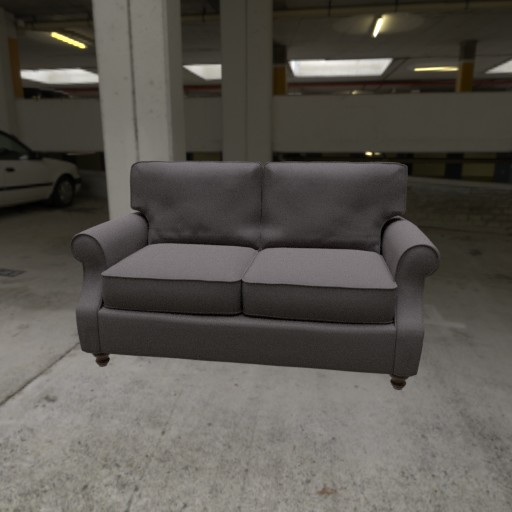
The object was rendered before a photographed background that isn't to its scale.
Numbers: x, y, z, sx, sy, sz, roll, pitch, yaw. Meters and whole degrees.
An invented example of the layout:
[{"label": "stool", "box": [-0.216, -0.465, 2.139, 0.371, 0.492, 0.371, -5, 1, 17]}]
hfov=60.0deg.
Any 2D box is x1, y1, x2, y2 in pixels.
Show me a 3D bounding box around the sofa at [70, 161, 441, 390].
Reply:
[{"label": "sofa", "box": [0.000, 0.000, 2.291, 1.665, 0.937, 0.964, 2, 14, 8]}]
